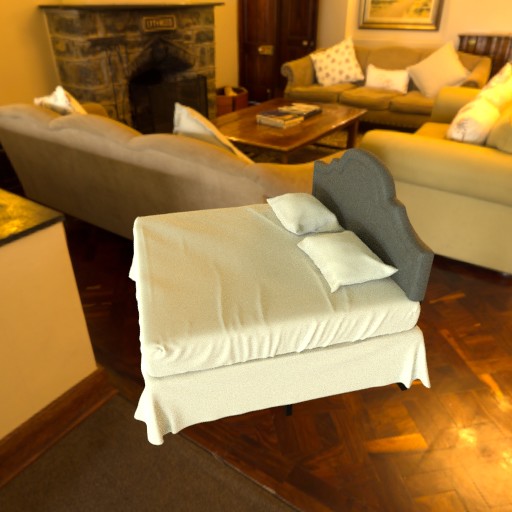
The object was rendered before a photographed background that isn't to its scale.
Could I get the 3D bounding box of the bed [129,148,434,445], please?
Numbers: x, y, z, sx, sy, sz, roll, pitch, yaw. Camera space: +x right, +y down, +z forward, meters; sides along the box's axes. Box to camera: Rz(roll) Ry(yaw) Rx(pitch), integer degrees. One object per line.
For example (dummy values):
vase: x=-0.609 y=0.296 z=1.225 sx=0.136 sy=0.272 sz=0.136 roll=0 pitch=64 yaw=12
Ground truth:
bed: x=0.000 y=0.000 z=3.738 sx=2.222 sy=1.631 sz=2.303 roll=-8 pitch=31 yaw=-13
